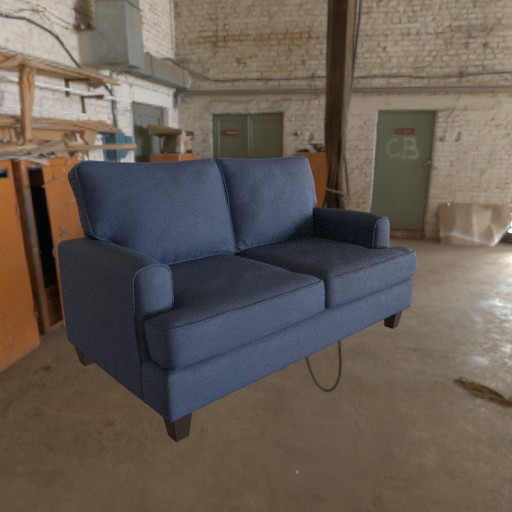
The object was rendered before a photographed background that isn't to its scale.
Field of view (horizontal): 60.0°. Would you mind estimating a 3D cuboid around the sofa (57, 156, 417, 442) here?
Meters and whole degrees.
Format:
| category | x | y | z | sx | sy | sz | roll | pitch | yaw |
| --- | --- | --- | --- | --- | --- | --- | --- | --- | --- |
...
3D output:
| category | x | y | z | sx | sy | sz | roll | pitch | yaw |
| --- | --- | --- | --- | --- | --- | --- | --- | --- | --- |
| sofa | 0.000 | 0.000 | 2.247 | 1.651 | 0.965 | 0.965 | -13 | 19 | -41 |
